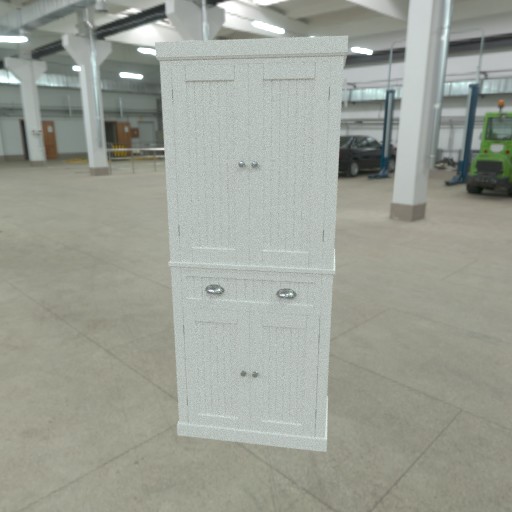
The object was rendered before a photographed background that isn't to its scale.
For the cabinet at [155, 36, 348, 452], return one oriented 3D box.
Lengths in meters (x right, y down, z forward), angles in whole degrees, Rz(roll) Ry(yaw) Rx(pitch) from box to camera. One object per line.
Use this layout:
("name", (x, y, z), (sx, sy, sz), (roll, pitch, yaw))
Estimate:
("cabinet", (0.000, 0.000, 2.120), (0.754, 1.829, 0.390), (3, 16, 9))
